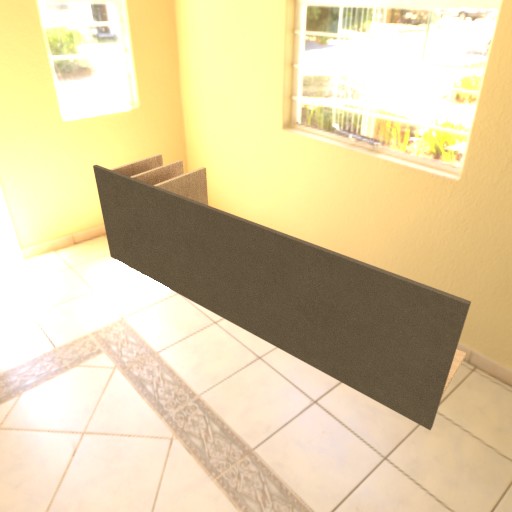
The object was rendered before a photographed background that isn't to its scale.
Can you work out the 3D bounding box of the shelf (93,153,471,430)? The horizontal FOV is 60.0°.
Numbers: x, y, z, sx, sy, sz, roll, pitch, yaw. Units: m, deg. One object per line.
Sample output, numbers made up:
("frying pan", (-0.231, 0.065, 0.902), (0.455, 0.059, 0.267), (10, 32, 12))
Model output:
("shelf", (0.000, 0.000, 1.112), (1.020, 0.300, 0.200), (23, 38, 33))
